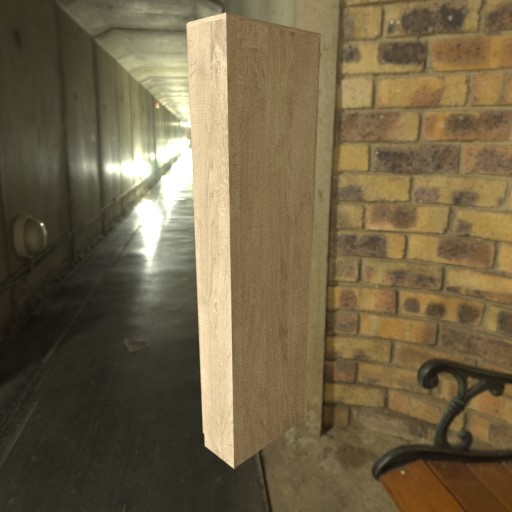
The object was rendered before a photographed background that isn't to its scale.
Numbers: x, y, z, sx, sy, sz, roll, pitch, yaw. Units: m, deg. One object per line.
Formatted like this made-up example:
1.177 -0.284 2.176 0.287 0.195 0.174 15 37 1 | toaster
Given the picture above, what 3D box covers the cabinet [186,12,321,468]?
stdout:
0.000 0.000 1.930 0.500 1.790 0.230 -16 23 -42 | cabinet
